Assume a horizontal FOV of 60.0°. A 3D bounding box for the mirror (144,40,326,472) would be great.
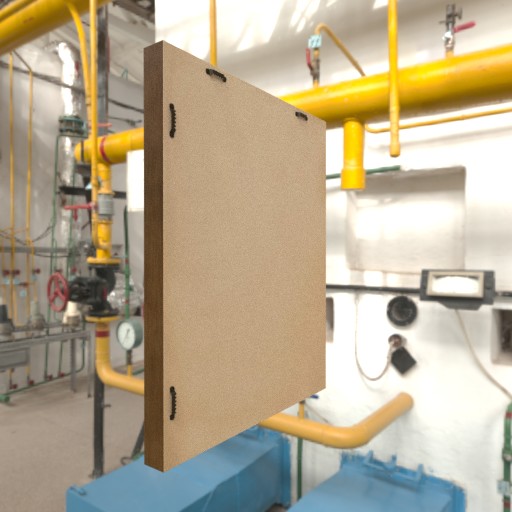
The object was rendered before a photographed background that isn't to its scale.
[{"bbox_3d":[0.000,0.000,0.691,0.041,0.508,0.405,0,1,37],"label":"mirror"}]
